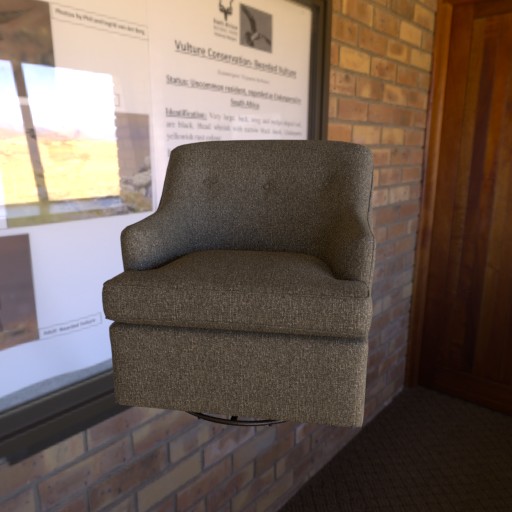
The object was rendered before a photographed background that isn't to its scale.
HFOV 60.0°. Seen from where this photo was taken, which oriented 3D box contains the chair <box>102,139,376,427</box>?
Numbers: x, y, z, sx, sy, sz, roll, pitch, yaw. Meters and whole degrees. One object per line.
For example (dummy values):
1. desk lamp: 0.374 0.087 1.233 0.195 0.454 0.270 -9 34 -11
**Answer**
1. chair: 0.000 0.000 1.645 0.864 0.856 0.923 2 13 9
